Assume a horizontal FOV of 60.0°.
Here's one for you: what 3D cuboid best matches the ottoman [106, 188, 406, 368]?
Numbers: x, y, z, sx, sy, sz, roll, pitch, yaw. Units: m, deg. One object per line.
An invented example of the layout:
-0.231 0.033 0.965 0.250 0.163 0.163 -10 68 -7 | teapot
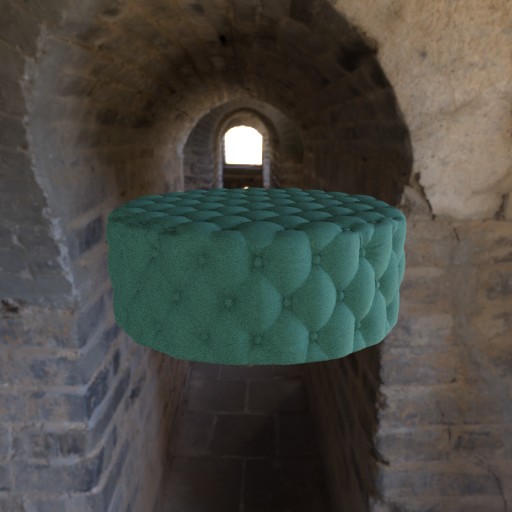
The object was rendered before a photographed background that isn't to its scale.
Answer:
0.000 0.000 1.560 0.998 0.399 0.998 0 15 0 | ottoman
